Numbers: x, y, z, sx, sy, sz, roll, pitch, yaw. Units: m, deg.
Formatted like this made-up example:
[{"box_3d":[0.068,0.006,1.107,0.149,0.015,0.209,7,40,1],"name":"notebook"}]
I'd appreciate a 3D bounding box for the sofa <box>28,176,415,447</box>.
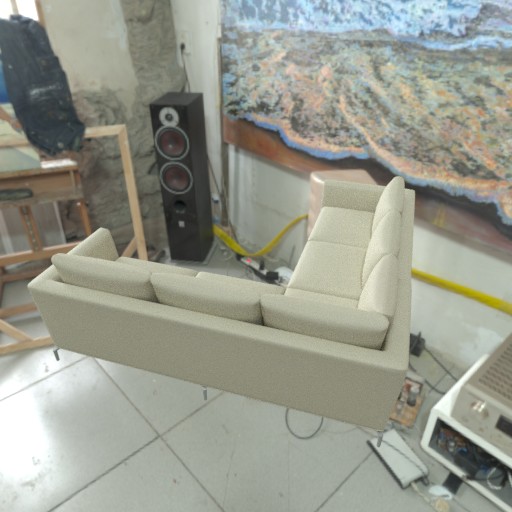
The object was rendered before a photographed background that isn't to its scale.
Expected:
[{"box_3d":[0.000,0.000,3.720,2.448,0.867,2.430,10,34,15],"name":"sofa"}]
